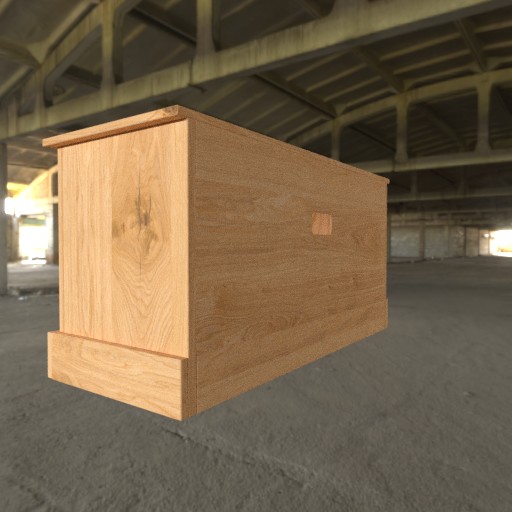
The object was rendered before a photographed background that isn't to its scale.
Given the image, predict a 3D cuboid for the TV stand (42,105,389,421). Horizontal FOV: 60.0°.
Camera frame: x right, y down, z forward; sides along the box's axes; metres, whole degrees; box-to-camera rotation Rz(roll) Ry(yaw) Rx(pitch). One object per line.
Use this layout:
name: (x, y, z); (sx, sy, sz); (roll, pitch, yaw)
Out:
TV stand: (0.000, 0.000, 1.333); (0.440, 0.550, 1.080); (1, 2, 36)
